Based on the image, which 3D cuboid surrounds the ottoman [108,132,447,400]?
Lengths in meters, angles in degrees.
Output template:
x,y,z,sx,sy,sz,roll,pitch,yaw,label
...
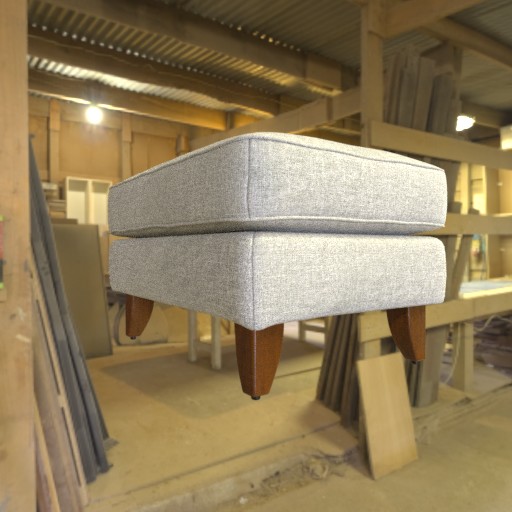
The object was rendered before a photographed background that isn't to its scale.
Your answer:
x,y,z,sx,sy,sz,roll,pitch,yaw,label
0.000,0.000,1.323,0.661,0.561,0.889,-1,1,-35,ottoman
